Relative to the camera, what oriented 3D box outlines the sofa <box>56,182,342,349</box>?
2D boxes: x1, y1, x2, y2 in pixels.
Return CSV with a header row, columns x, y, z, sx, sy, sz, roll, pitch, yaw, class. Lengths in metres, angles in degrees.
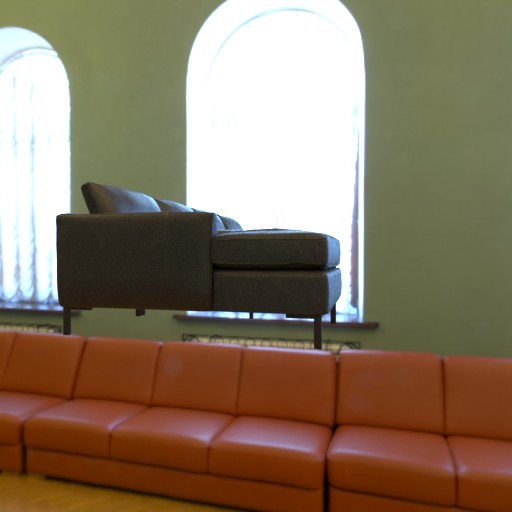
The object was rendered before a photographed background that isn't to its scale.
x,y,z,sx,sy,sz,roll,pitch,yaw,class
0.000,0.000,3.636,1.471,0.859,2.993,0,0,15,sofa
